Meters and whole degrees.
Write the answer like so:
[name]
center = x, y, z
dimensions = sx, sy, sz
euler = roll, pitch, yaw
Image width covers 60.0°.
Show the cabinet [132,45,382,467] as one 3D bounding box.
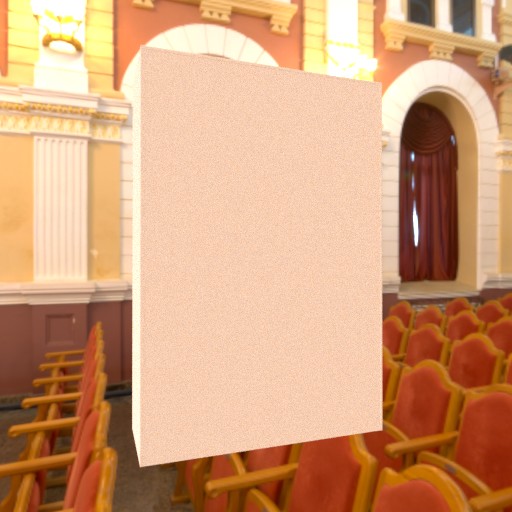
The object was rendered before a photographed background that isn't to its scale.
[cabinet]
center = 0.000, 0.000, 2.460
dimensions = 1.290, 1.910, 0.510
euler = 0, 0, -20
